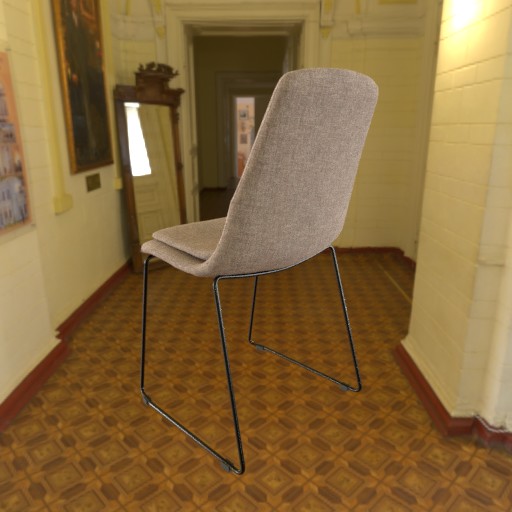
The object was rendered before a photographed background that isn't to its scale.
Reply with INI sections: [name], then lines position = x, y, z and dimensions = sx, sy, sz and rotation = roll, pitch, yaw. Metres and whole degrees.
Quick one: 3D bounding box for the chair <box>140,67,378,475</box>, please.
[chair]
position = 0.000, 0.000, 1.151
dimensions = 0.479, 0.858, 0.518
rotation = -15, 22, -42
